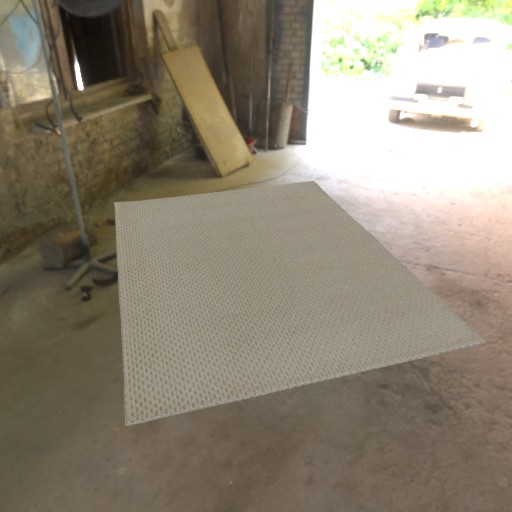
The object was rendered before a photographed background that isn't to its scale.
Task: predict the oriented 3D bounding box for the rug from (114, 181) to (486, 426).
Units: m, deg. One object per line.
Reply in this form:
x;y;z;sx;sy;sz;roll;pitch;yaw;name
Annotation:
0.000;0.000;3.782;2.277;0.035;2.897;-9;32;-14;rug
